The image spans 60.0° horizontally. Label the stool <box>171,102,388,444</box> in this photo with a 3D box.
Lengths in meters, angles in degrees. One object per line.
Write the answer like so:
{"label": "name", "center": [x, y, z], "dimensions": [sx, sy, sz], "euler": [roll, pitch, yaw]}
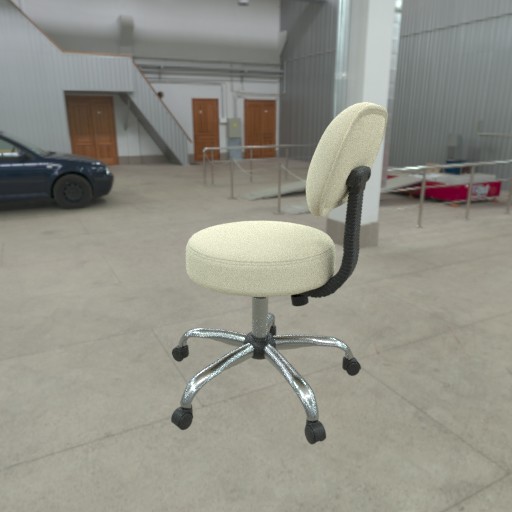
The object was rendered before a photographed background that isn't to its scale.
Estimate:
{"label": "stool", "center": [0.000, 0.000, 1.251], "dimensions": [0.616, 0.810, 0.609], "euler": [9, 19, 26]}
